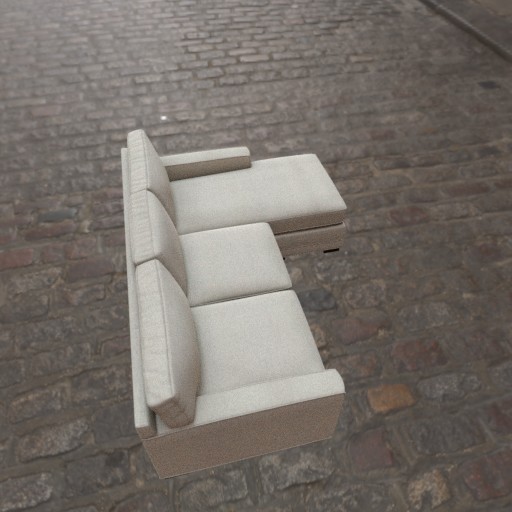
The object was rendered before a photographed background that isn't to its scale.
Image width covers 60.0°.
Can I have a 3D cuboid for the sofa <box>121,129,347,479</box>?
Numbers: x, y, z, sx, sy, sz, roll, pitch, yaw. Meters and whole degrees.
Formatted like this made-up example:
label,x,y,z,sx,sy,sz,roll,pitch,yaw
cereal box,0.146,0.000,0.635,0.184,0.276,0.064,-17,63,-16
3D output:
label,x,y,z,sx,sy,sz,roll,pitch,yaw
sofa,0.000,0.000,2.764,1.496,0.861,2.087,-10,47,-9
